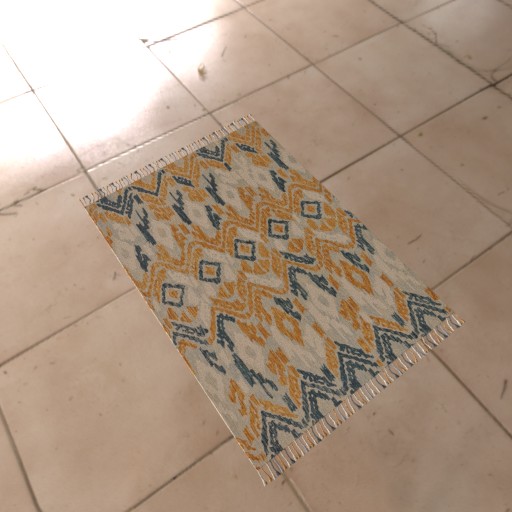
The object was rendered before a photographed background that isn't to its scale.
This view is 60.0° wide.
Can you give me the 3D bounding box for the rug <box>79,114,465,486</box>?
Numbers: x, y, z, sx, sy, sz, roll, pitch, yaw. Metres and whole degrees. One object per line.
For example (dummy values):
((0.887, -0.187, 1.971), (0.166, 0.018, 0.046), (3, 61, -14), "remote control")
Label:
((0.000, 0.000, 2.369), (1.230, 0.008, 1.827), (-32, 64, -18), "rug")
